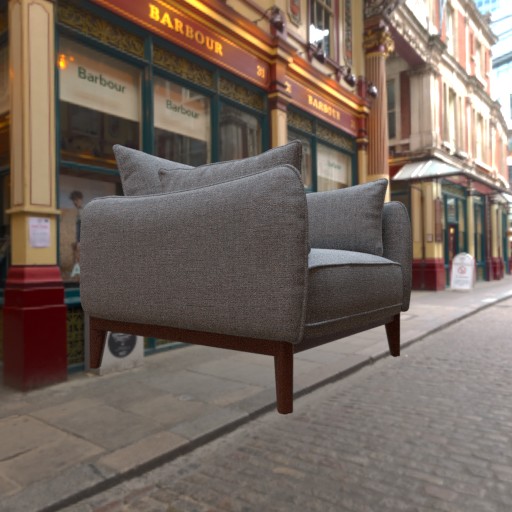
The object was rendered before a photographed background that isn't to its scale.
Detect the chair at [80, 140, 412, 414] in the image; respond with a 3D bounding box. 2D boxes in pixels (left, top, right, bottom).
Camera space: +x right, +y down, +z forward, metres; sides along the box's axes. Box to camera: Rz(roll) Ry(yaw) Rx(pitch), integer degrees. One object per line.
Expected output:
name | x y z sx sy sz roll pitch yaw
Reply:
chair | 0.000 0.000 1.750 0.976 0.839 0.993 -1 -1 36
